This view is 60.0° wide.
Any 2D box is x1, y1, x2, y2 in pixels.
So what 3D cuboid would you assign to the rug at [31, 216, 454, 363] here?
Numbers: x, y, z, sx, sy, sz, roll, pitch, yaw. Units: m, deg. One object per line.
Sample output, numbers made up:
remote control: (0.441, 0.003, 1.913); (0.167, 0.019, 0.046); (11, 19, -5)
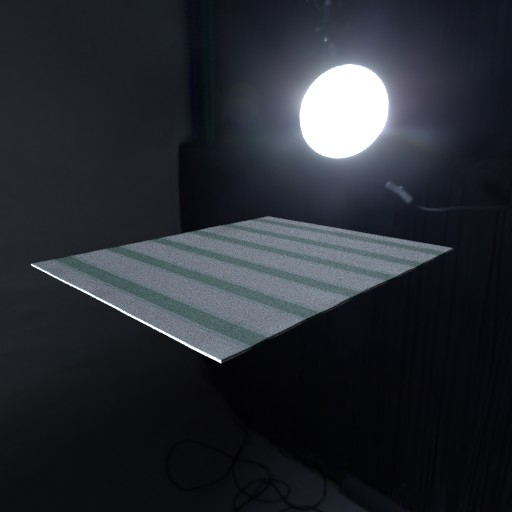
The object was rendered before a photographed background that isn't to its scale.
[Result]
rug: (0.000, 0.000, 4.049); (2.434, 0.019, 3.041); (14, 21, 42)
